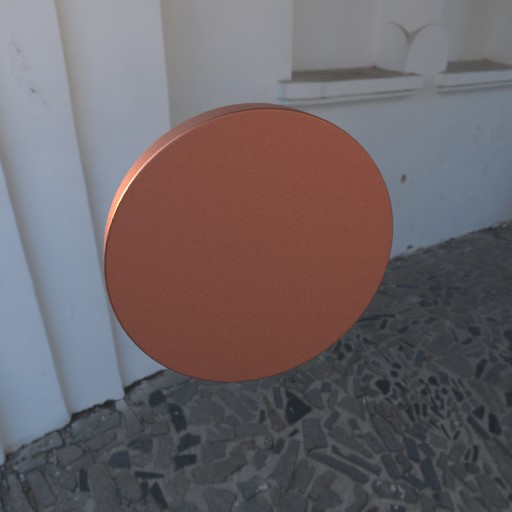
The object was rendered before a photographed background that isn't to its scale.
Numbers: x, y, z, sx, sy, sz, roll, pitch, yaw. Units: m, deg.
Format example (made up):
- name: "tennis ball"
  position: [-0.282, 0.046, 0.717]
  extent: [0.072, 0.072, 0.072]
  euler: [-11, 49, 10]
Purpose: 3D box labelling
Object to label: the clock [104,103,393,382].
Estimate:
- name: "clock"
  position: [0.000, 0.000, 0.483]
  extent: [0.313, 0.313, 0.040]
  euler: [-8, 27, -15]
